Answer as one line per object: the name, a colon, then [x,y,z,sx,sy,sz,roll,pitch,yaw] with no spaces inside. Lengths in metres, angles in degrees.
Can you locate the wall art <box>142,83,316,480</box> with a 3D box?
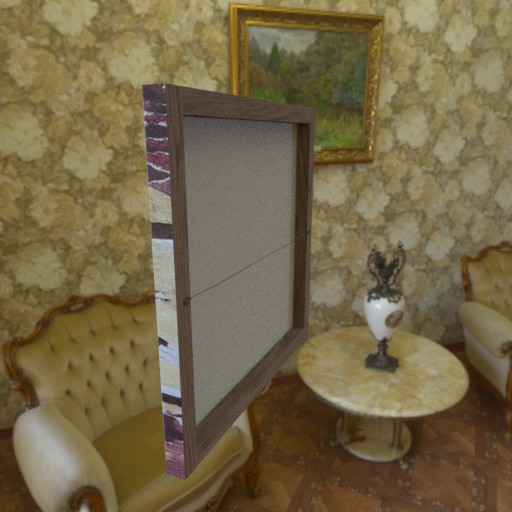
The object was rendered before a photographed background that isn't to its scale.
wall art: [0.000,0.000,0.921,0.041,0.613,0.609,7,17,25]
